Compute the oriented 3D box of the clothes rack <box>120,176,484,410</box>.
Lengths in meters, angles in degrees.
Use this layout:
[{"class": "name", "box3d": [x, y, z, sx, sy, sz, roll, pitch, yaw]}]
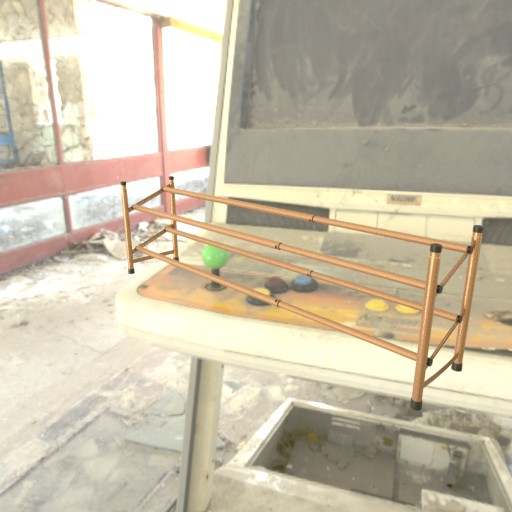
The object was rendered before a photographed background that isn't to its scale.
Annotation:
[{"class": "clothes rack", "box3d": [0.000, 0.000, 1.317, 0.229, 0.349, 1.168, -17, 24, -42]}]
